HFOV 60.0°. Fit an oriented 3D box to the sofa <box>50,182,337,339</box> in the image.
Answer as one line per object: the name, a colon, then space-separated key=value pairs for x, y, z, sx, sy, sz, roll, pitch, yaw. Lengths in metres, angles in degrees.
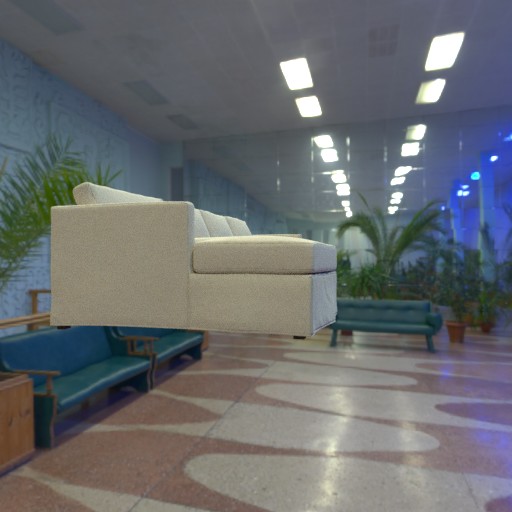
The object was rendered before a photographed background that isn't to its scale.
sofa: x=0.000 y=0.000 z=3.930 sx=1.650 sy=0.922 sz=3.205 roll=0 pitch=-1 yaw=17
